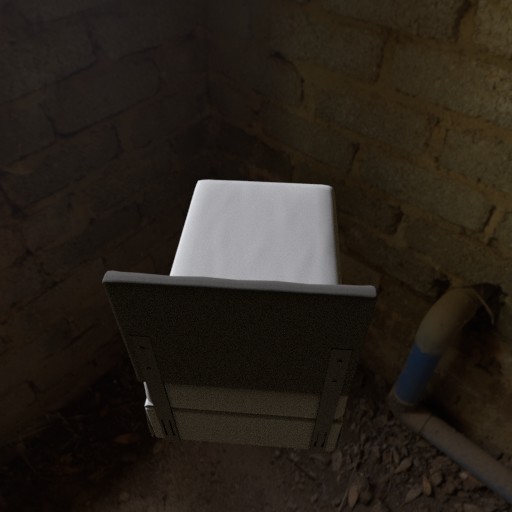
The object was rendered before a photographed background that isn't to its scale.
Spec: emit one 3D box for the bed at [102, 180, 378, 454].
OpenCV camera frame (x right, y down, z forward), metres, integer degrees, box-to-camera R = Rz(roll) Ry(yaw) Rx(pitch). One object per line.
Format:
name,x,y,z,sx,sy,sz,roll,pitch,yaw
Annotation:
bed,0.000,0.000,3.035,1.261,1.571,1.997,3,45,3
